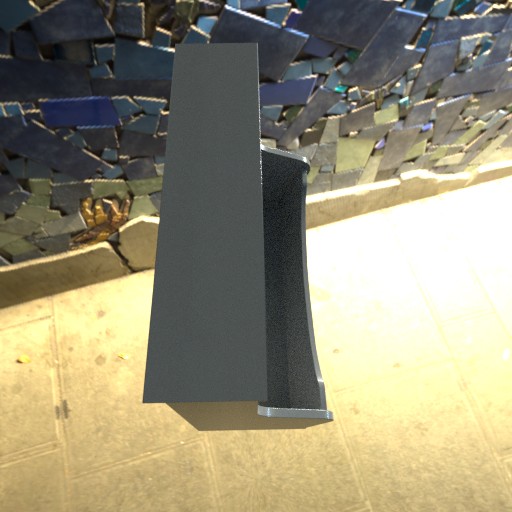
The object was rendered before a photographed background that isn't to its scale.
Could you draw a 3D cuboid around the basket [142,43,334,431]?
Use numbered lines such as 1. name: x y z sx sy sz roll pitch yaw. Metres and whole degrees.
1. basket: 0.000 0.000 1.098 0.350 0.600 0.780 -1 63 0
